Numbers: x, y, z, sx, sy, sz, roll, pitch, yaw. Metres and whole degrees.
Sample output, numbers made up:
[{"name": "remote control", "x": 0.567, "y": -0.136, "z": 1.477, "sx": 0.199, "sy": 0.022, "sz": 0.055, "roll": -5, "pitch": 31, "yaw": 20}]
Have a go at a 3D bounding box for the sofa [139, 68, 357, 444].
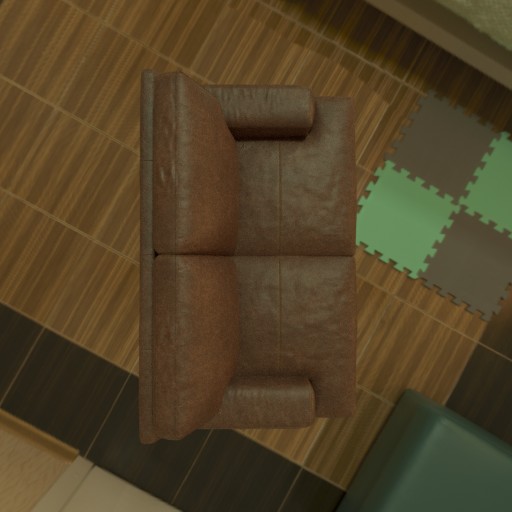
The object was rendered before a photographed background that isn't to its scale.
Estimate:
[{"name": "sofa", "x": 0.000, "y": 0.000, "z": 2.423, "sx": 1.143, "sy": 0.939, "sz": 1.880, "roll": 0, "pitch": 89, "yaw": -2}]
